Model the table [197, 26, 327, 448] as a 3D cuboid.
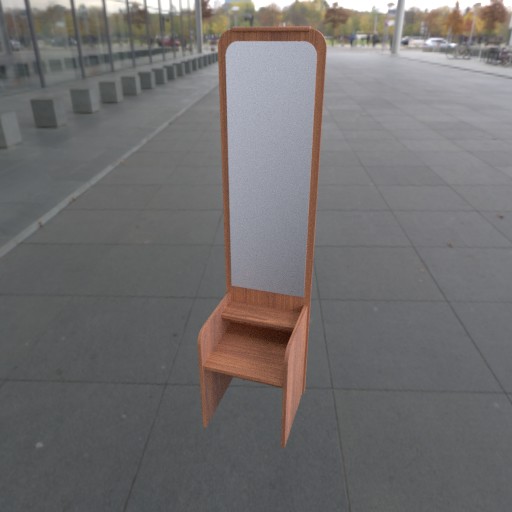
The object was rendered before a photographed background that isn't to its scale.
[{"bbox_3d":[0.000,0.000,1.984,0.450,1.830,0.420,8,28,16],"label":"table"}]
